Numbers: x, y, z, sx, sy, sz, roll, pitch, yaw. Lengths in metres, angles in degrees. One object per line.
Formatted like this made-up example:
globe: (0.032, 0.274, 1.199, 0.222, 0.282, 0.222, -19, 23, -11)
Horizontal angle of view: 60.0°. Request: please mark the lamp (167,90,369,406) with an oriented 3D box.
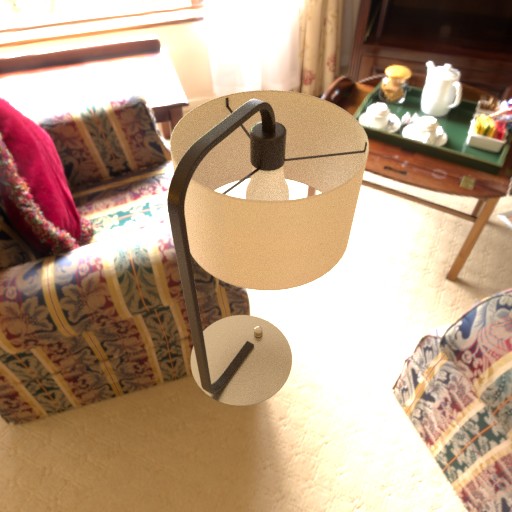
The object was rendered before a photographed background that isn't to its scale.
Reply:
lamp: (0.000, 0.000, 0.631, 0.230, 0.473, 0.288, 25, 52, 21)
